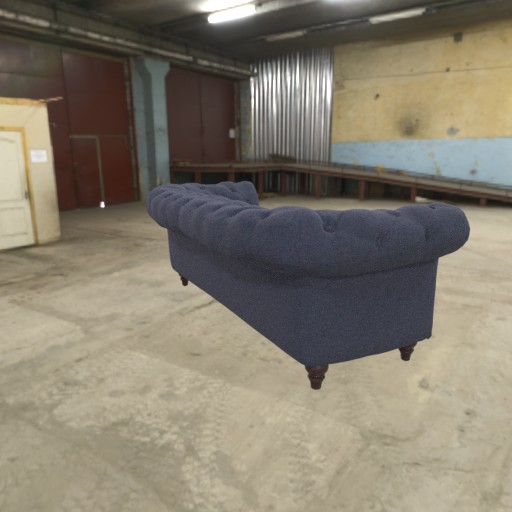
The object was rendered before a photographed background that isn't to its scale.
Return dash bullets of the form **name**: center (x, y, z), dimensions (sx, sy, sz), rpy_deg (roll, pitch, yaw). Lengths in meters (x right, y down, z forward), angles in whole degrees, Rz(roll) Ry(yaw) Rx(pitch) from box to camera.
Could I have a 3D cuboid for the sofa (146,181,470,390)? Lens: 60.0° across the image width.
- **sofa**: center (0.000, 0.000, 2.845), dimensions (1.046, 0.836, 2.335), rpy_deg (-6, 14, -27)
